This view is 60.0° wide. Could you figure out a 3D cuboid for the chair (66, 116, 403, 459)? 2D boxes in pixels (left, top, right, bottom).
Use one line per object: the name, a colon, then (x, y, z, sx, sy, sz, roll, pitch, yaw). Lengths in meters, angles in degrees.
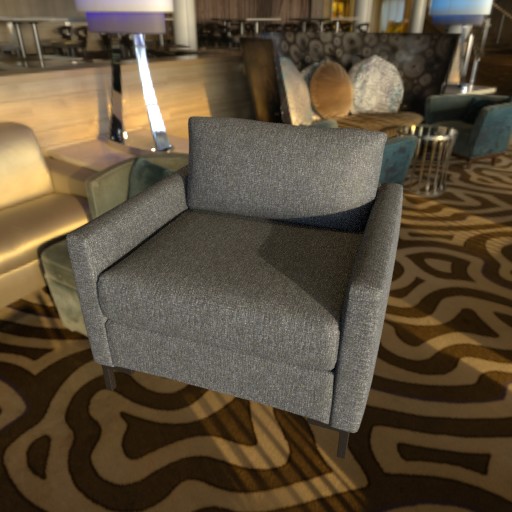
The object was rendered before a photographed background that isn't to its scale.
chair: (0.000, 0.000, 1.622, 0.963, 0.861, 0.866, 9, 29, 17)
